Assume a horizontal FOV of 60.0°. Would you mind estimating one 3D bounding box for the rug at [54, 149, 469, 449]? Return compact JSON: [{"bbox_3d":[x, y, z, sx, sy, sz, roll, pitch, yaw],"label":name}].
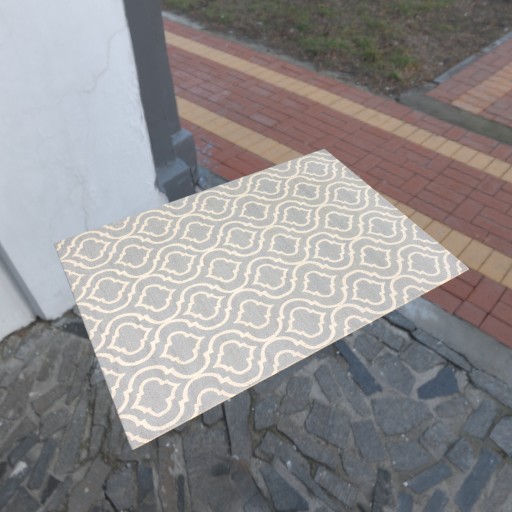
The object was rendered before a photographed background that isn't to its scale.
[{"bbox_3d":[0.000,0.000,2.696,2.080,0.010,1.451,-23,51,-20],"label":"rug"}]
